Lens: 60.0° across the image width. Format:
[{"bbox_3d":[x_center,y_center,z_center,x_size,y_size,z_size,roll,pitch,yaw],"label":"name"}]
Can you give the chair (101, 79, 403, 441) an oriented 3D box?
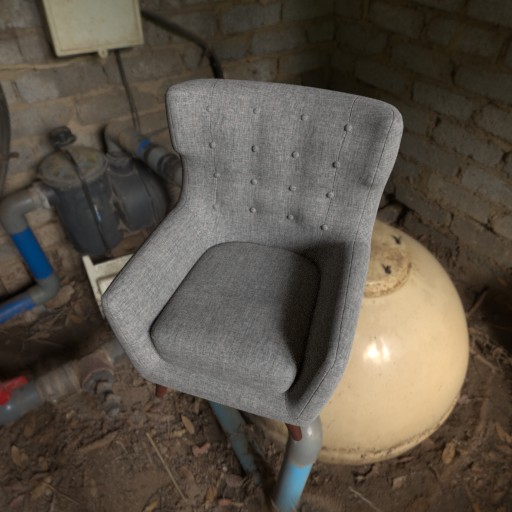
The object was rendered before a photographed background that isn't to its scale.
[{"bbox_3d":[0.000,0.000,1.731,0.878,1.063,0.904,12,43,14],"label":"chair"}]
